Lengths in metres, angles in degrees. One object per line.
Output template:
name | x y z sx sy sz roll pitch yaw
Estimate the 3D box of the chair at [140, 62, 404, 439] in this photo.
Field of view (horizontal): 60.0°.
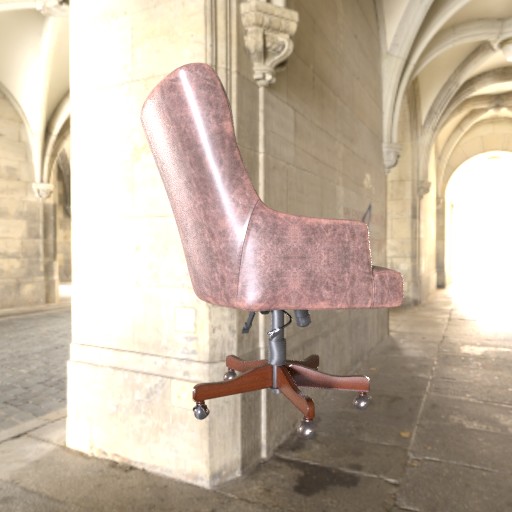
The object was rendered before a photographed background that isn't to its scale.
chair | 0.000 0.000 1.519 0.762 1.035 0.641 0 1 -19
